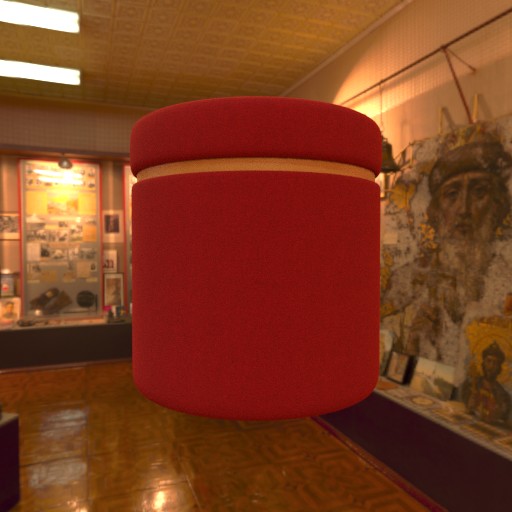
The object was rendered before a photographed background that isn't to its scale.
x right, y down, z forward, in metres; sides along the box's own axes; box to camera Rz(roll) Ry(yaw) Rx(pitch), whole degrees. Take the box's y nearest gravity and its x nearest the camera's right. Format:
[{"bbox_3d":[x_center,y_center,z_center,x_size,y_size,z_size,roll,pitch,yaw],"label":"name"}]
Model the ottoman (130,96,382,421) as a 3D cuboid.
[{"bbox_3d":[0.000,0.000,0.734,0.400,0.406,0.400,0,1,0],"label":"ottoman"}]
